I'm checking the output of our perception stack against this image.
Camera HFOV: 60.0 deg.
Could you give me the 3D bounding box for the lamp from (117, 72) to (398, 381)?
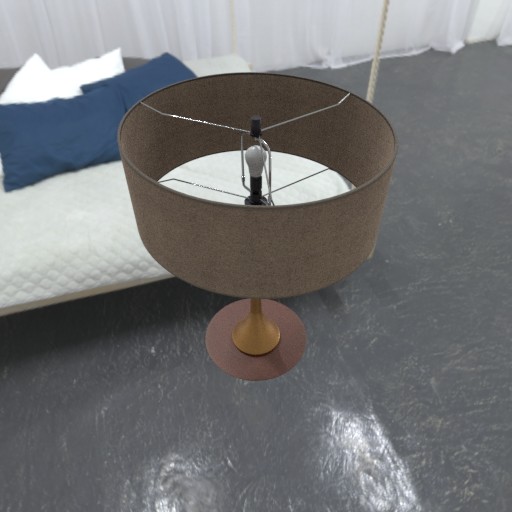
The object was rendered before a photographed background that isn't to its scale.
[{"bbox_3d":[0.000,0.000,0.834,0.396,0.551,0.417,-28,50,-26],"label":"lamp"}]
